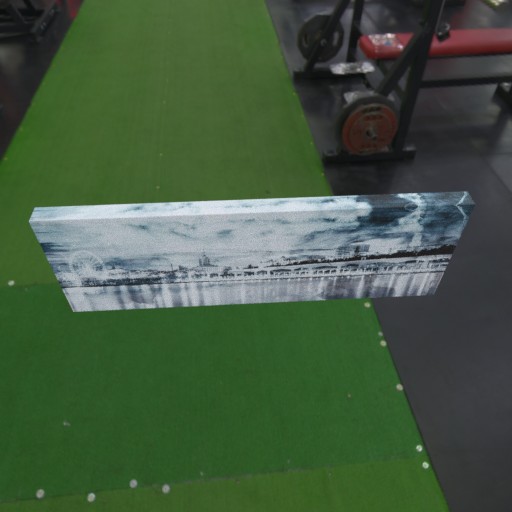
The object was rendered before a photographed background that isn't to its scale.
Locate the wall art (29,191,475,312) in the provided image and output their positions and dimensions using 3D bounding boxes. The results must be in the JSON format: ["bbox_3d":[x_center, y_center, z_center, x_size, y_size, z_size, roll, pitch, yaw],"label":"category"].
[{"bbox_3d":[0.000,0.000,0.855,0.759,0.251,0.037,-2,46,-2],"label":"wall art"}]
